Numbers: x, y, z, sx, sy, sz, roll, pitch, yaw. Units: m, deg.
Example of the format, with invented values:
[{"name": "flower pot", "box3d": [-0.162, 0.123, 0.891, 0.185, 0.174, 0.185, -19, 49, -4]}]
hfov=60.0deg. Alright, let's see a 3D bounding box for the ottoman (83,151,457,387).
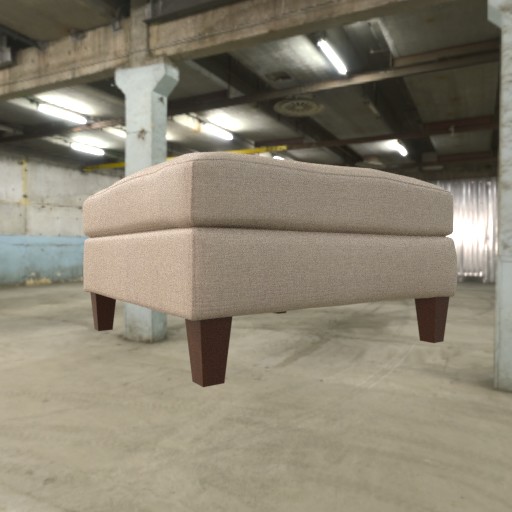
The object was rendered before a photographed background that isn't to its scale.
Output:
[{"name": "ottoman", "box3d": [0.000, 0.000, 1.348, 0.838, 0.481, 0.838, 0, 0, -34]}]
